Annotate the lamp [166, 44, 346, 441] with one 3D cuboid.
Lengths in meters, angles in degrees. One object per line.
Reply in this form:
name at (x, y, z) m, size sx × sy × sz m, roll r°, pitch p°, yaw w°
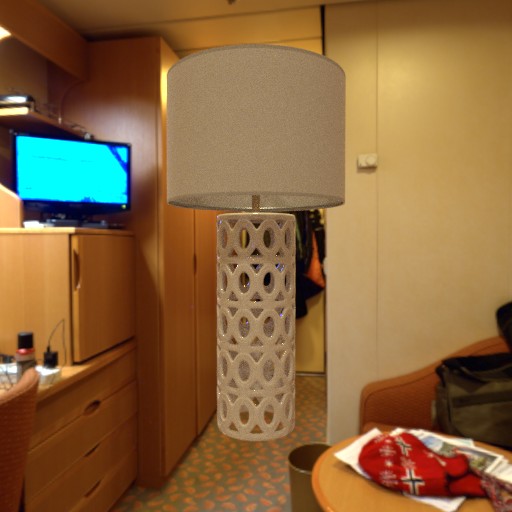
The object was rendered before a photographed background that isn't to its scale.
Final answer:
lamp at (0.000, 0.000, 0.827) m, size 0.325 × 0.636 × 0.324 m, roll -1°, pitch 2°, yaw -37°
